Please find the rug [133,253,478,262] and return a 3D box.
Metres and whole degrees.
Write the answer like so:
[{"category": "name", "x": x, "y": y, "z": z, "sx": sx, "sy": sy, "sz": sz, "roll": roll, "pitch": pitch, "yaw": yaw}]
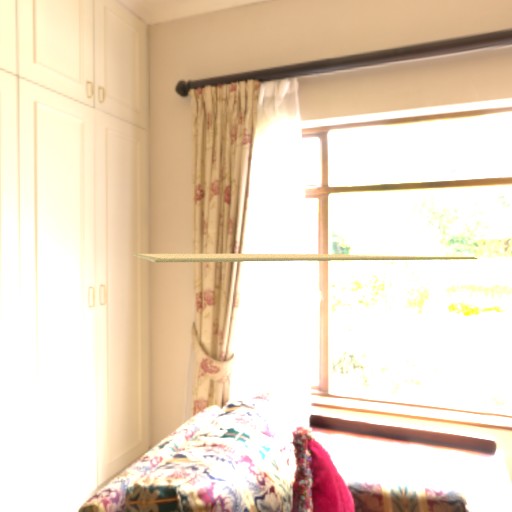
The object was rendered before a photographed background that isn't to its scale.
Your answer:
[{"category": "rug", "x": 0.000, "y": 0.000, "z": 3.580, "sx": 1.819, "sy": 0.018, "sz": 2.746, "roll": 0, "pitch": 1, "yaw": -17}]
